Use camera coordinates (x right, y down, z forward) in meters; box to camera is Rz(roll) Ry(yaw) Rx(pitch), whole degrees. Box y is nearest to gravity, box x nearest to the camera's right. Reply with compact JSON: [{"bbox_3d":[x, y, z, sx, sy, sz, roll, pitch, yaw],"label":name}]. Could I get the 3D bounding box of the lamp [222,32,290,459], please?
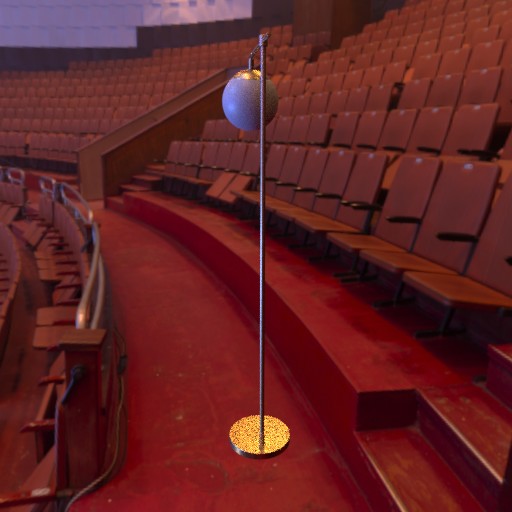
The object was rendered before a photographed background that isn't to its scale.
[{"bbox_3d":[0.000,0.000,1.720,0.249,1.505,0.476,-2,15,-9],"label":"lamp"}]
